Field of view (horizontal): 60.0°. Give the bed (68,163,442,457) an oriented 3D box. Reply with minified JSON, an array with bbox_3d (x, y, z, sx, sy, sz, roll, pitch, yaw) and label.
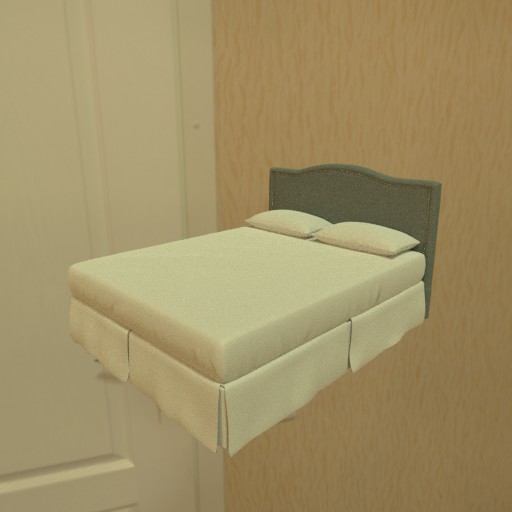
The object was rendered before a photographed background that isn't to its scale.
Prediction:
[{"bbox_3d":[0.000,0.000,3.936,2.161,1.457,2.689,16,23,43],"label":"bed"}]
